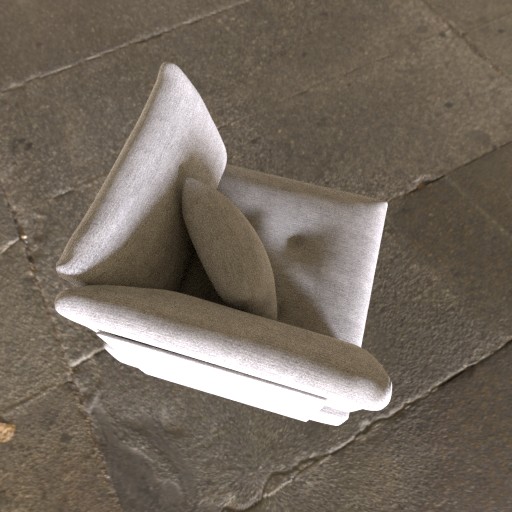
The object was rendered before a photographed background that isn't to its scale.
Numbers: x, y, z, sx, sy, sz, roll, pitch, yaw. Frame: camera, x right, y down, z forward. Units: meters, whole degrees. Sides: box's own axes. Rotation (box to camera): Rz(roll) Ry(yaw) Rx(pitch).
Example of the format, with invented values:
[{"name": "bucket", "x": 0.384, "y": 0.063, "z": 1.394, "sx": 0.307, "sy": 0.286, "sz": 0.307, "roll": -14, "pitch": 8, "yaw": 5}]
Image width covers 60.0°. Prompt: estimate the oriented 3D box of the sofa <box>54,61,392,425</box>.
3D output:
[{"name": "sofa", "x": 0.000, "y": 0.000, "z": 1.707, "sx": 1.000, "sy": 0.820, "sz": 1.000, "roll": 14, "pitch": 65, "yaw": 7}]
